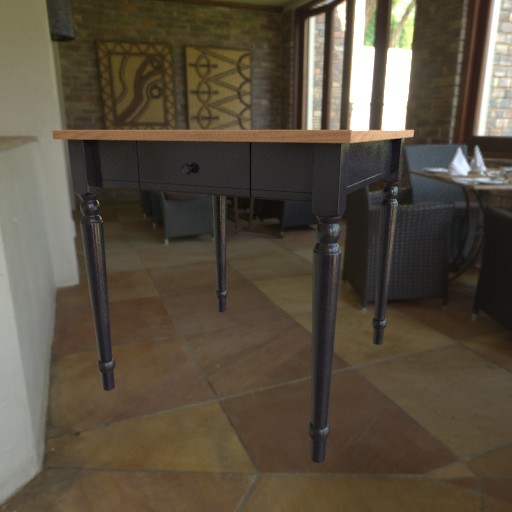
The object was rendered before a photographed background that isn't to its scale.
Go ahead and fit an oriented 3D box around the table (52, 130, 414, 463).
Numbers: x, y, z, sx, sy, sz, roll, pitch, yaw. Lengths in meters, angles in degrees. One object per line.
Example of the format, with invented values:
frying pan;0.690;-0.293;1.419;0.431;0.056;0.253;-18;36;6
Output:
table;0.000;0.000;1.349;0.747;0.738;0.747;8;18;26
